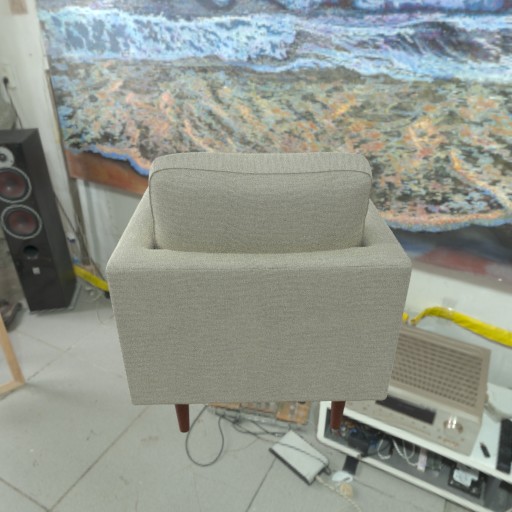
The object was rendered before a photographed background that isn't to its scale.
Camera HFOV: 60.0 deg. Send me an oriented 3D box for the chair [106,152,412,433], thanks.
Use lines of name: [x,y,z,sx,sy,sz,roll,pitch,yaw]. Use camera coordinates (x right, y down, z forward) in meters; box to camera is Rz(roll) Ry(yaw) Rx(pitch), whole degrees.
chair: [0.000,0.000,1.649,0.858,0.957,0.899,-1,29,-1]
